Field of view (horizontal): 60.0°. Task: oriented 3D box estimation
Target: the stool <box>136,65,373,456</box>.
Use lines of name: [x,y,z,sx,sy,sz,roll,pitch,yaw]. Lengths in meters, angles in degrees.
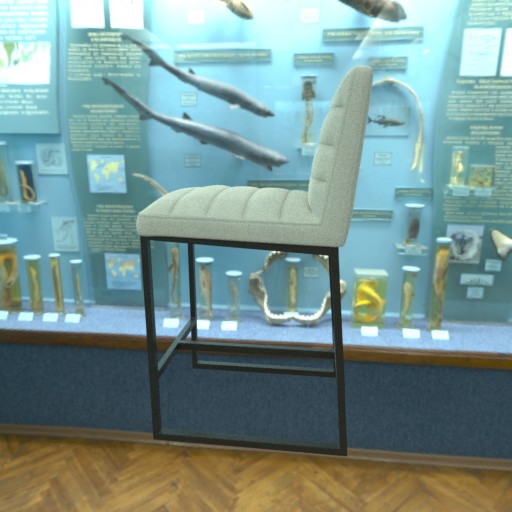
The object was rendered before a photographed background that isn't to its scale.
stool: [0.000,0.000,1.298,0.567,0.971,0.459,2,14,7]
